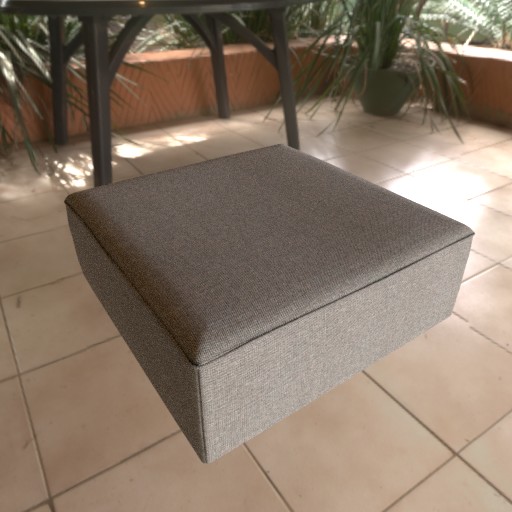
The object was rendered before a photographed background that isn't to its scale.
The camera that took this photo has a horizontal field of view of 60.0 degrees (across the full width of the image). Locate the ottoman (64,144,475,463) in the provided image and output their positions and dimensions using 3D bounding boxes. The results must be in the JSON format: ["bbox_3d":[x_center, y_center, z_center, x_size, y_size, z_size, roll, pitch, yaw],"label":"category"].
[{"bbox_3d":[0.000,0.000,1.579,1.023,0.423,1.017,-20,38,-28],"label":"ottoman"}]
